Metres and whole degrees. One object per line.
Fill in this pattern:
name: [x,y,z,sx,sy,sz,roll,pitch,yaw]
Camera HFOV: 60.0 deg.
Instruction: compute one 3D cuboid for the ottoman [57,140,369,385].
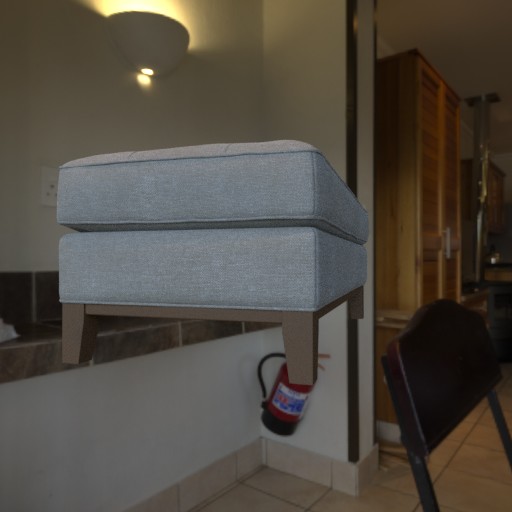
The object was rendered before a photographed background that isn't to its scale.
ottoman: [0.000,0.000,1.465,0.648,0.514,1.143,0,-1,19]
